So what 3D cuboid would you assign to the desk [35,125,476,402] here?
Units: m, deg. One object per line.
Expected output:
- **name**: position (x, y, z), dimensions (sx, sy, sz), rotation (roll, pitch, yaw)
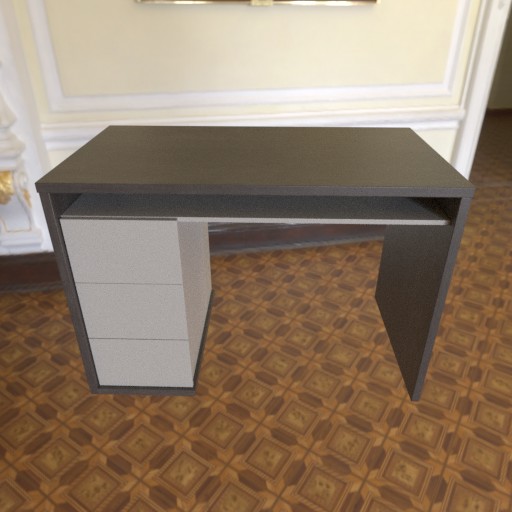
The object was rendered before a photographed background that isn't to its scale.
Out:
- **desk**: position (0.000, 0.000, 1.548), dimensions (1.100, 0.750, 0.600), rotation (1, 30, 1)
